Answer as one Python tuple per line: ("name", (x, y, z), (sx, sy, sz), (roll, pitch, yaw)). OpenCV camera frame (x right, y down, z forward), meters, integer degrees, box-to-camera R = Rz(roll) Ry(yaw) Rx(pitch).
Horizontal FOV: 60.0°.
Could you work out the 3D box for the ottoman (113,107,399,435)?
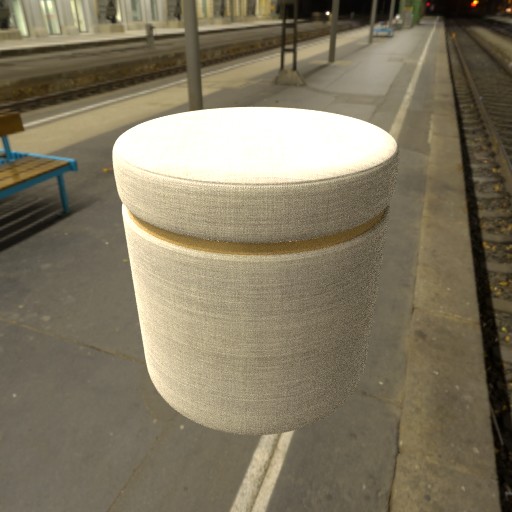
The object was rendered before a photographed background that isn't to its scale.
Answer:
("ottoman", (0.000, 0.000, 0.729), (0.400, 0.406, 0.400), (0, 29, 0))
